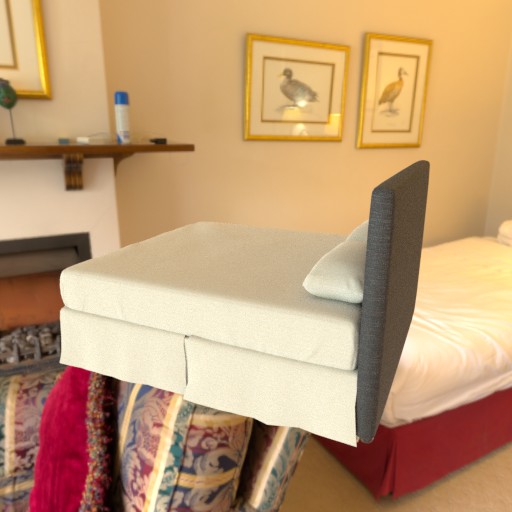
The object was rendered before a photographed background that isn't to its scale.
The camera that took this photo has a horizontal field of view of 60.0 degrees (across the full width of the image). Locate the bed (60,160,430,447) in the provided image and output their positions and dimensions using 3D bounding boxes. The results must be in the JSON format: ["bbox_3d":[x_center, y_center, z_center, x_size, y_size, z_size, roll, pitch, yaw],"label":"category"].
[{"bbox_3d":[0.000,0.000,3.222,2.142,1.330,1.884,7,18,24],"label":"bed"}]
